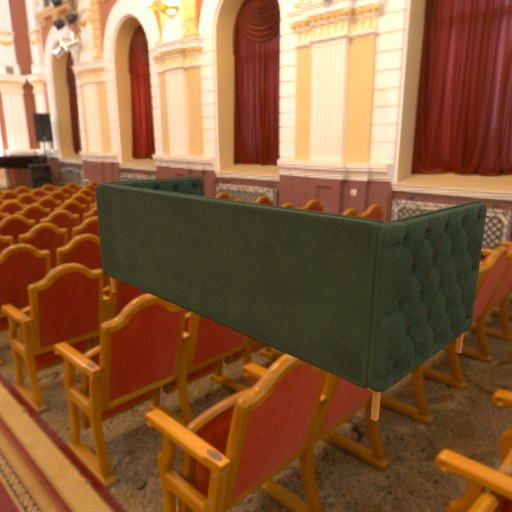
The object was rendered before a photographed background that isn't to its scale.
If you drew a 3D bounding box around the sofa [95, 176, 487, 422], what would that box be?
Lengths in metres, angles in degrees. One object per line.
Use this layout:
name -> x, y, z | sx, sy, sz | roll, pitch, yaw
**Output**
sofa -> 0.000, 0.000, 2.577 | 0.895, 0.771, 2.209 | -14, 20, -43
